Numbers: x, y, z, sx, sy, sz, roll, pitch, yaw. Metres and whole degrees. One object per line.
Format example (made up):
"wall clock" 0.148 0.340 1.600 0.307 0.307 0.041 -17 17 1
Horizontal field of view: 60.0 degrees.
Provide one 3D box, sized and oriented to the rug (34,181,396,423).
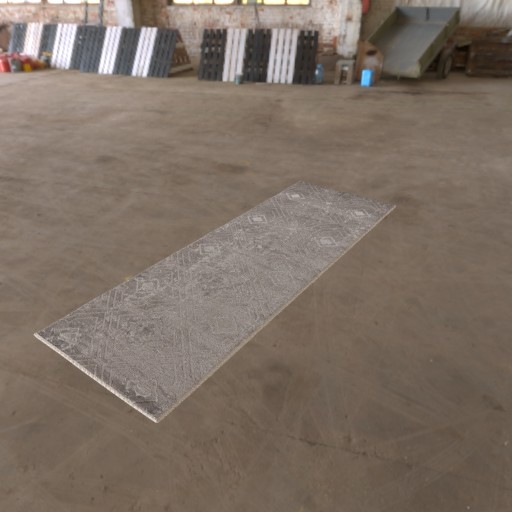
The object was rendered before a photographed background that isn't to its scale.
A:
"rug" 0.000 0.000 2.674 0.832 0.035 2.381 21 37 30
